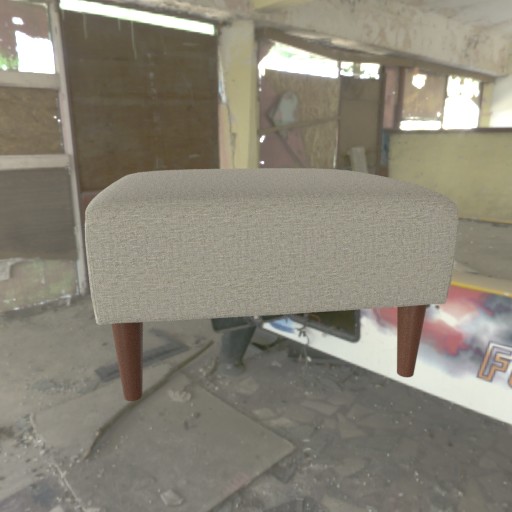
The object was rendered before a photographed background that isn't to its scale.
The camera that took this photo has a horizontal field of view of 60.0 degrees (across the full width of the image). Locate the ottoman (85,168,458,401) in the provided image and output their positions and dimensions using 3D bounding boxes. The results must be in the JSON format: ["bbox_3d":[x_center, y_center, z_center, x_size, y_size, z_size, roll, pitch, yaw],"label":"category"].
[{"bbox_3d":[0.000,0.000,1.074,0.655,0.399,0.648,-2,15,-9],"label":"ottoman"}]
